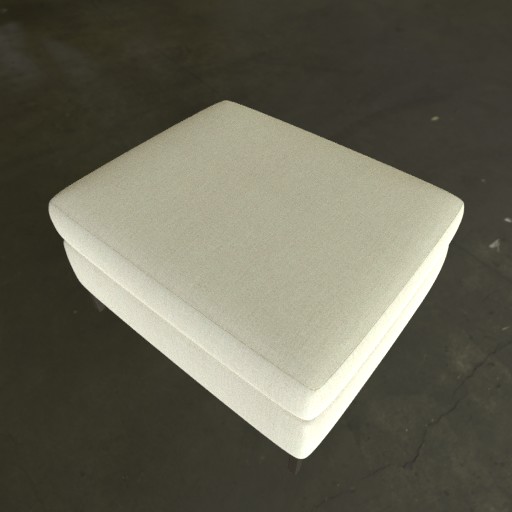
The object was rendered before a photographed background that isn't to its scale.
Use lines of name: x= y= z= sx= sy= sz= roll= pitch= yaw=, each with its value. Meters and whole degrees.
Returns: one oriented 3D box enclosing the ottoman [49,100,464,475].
ottoman: x=0.000 y=0.000 z=1.164 sx=0.794 sy=0.453 sz=0.657 roll=31 pitch=54 yaw=26
